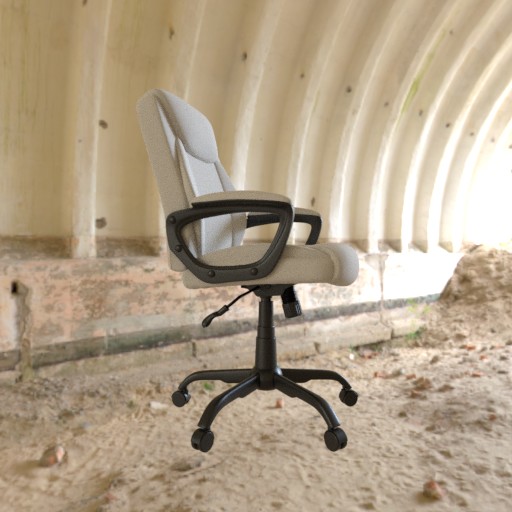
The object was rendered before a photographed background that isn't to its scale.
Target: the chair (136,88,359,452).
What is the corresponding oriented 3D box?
[{"bbox_3d":[0.000,0.000,1.481,0.669,1.065,0.663,0,1,17],"label":"chair"}]
